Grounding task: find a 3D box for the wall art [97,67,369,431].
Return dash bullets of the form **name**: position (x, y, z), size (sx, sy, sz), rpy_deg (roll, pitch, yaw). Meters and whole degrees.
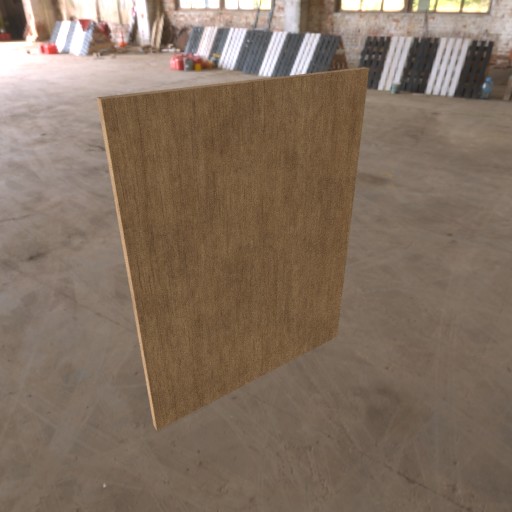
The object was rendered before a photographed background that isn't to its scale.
- **wall art**: position (0.000, 0.000, 0.920), size (0.534, 0.686, 0.018), rpy_deg (-20, 36, -30)
